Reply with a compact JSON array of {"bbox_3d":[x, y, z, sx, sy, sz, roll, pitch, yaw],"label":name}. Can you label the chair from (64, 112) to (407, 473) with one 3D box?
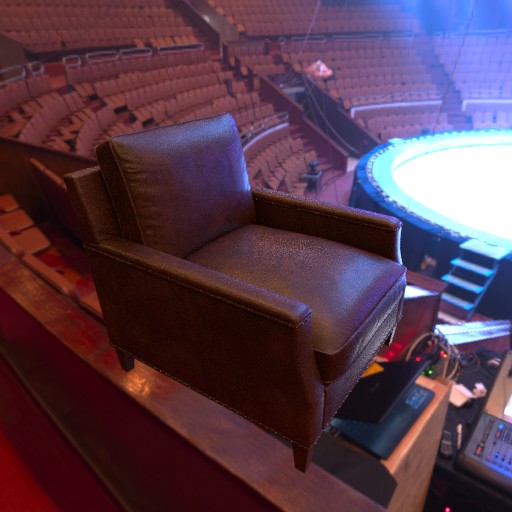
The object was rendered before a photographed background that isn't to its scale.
[{"bbox_3d":[0.000,0.000,1.700,1.014,0.929,0.853,17,31,30],"label":"chair"}]
